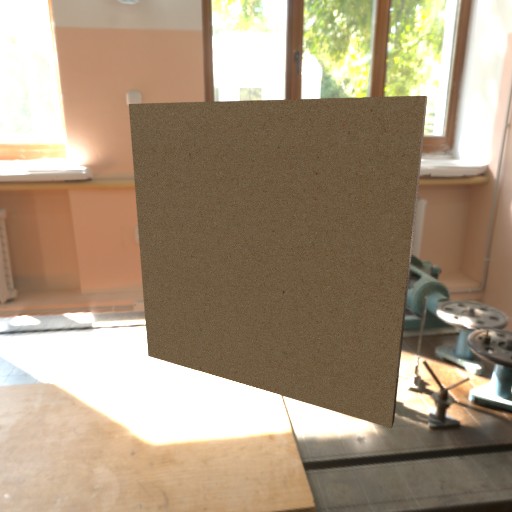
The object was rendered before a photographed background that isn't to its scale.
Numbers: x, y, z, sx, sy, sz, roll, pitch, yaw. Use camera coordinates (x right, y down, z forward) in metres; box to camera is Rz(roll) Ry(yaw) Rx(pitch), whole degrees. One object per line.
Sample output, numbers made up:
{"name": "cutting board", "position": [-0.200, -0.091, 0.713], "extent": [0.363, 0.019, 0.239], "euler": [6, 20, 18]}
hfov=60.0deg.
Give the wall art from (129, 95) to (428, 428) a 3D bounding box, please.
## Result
{"name": "wall art", "position": [0.000, 0.000, 1.170], "extent": [0.773, 0.775, 0.031], "euler": [8, 18, 26]}
